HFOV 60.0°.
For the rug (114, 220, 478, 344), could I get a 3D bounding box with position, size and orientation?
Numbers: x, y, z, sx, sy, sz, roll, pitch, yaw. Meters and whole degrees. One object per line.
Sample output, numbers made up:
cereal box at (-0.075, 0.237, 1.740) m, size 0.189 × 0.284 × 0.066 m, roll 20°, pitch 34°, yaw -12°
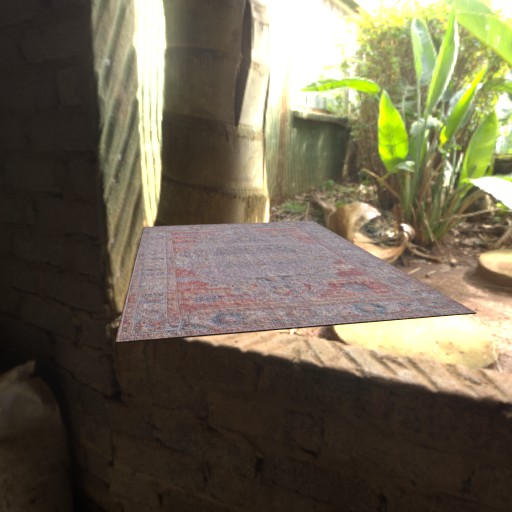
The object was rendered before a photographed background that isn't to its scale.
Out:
rug at (0.000, 0.000, 2.300) m, size 1.219 × 0.005 × 1.829 m, roll -3°, pitch 15°, yaw -11°
